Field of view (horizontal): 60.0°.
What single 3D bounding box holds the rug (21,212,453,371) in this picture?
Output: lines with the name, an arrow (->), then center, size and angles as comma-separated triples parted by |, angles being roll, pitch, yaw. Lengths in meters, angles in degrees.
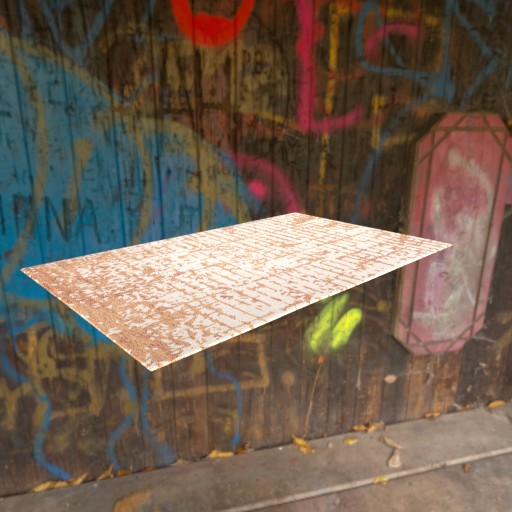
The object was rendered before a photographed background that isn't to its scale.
rug -> 0.000, 0.000, 2.910 | 2.435, 0.011, 1.517 | -15, 23, -41
